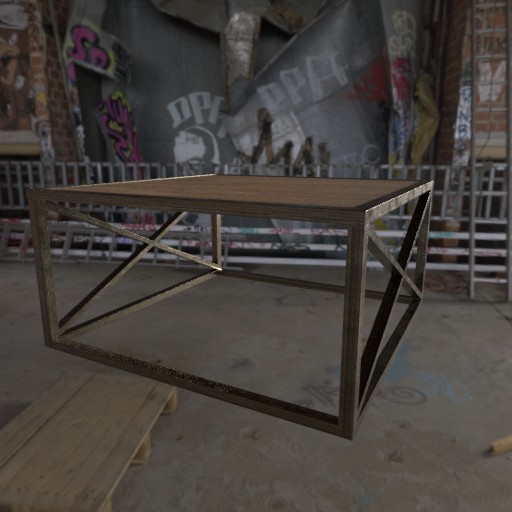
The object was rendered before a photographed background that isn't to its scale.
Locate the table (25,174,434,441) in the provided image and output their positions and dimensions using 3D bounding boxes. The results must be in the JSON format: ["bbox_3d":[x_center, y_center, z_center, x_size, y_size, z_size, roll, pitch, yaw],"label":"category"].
[{"bbox_3d":[0.000,0.000,1.405,0.909,0.451,0.899,7,15,27],"label":"table"}]
